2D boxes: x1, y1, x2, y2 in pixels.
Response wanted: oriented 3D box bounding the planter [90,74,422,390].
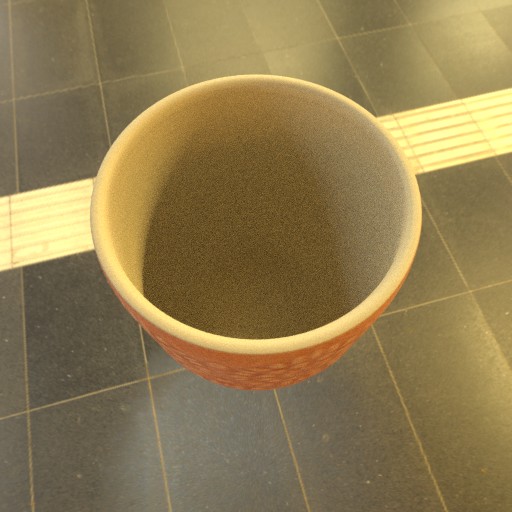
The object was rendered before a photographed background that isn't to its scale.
[{"bbox_3d":[0.000,0.000,0.213,0.124,0.109,0.124,0,64,0],"label":"planter"}]
